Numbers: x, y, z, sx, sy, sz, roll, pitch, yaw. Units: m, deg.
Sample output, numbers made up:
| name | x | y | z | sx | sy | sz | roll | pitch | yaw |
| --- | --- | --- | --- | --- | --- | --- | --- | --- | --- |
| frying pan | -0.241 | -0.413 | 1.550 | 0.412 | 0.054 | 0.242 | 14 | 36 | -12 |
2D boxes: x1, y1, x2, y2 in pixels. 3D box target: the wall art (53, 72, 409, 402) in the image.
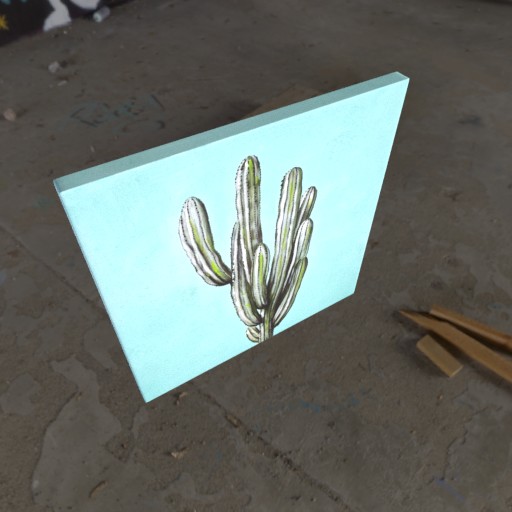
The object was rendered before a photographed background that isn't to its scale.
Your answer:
| name | x | y | z | sx | sy | sz | roll | pitch | yaw |
| --- | --- | --- | --- | --- | --- | --- | --- | --- | --- |
| wall art | 0.000 | 0.000 | 1.588 | 1.071 | 1.073 | 0.070 | -24 | 52 | -21 |
